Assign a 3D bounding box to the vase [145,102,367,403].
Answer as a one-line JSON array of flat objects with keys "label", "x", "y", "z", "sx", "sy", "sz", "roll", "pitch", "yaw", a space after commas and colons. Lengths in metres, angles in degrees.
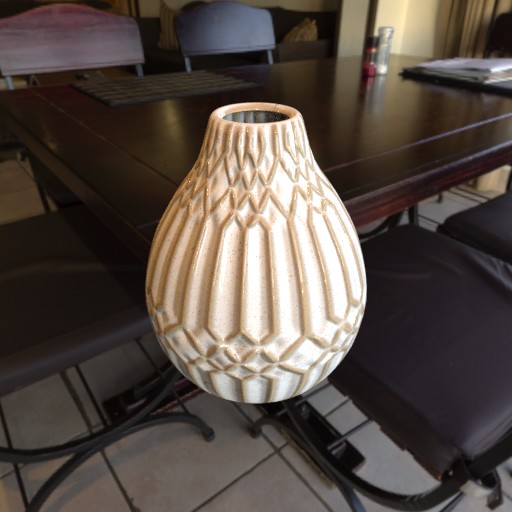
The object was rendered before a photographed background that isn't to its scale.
[{"label": "vase", "x": 0.000, "y": 0.000, "z": 0.315, "sx": 0.159, "sy": 0.200, "sz": 0.159, "roll": 0, "pitch": 32, "yaw": 0}]
